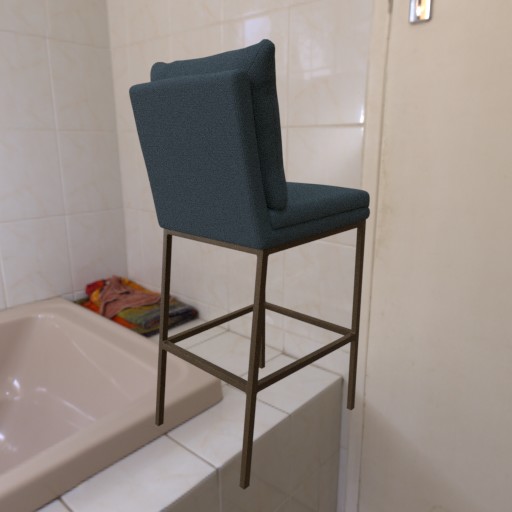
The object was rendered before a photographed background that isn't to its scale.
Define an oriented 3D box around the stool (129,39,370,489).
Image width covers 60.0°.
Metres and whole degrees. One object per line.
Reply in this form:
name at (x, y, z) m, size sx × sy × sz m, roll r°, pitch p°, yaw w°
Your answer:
stool at (0.000, 0.000, 1.377) m, size 0.463 × 1.124 × 0.568 m, roll 13°, pitch 19°, yaw 42°
